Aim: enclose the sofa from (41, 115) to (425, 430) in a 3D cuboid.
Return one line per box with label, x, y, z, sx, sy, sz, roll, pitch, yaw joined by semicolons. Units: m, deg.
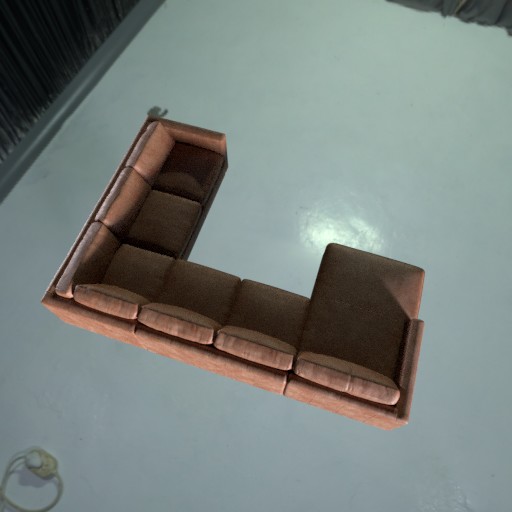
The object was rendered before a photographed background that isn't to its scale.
sofa;0.000;0.000;4.613;3.401;0.832;2.430;16;65;8
